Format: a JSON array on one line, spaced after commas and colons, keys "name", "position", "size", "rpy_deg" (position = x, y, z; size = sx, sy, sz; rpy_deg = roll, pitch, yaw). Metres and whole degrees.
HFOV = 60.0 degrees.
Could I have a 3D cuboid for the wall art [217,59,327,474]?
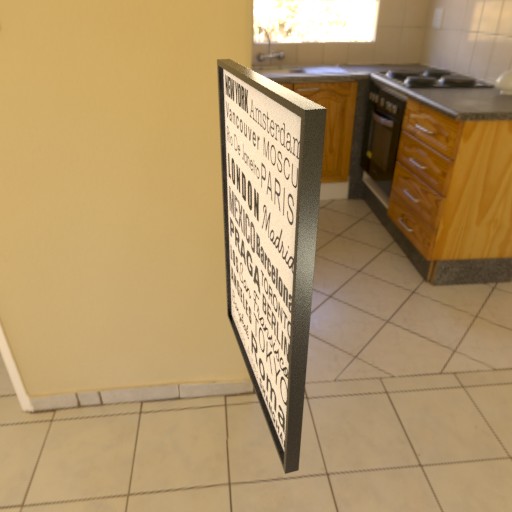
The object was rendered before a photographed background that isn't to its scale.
[{"name": "wall art", "position": [0.000, 0.000, 1.382], "size": [0.043, 1.046, 0.788], "rpy_deg": [-8, 31, -14]}]
